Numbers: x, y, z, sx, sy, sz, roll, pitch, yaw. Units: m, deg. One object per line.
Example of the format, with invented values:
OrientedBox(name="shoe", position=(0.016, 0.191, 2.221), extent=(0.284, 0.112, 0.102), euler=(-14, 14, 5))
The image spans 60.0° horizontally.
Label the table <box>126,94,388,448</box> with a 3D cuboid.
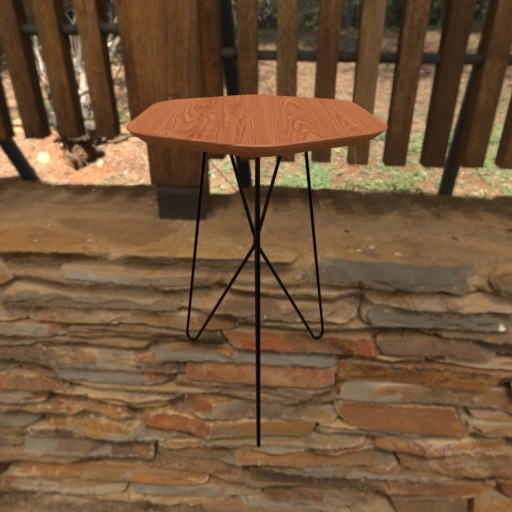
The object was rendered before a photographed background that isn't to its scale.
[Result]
OrientedBox(name="table", position=(0.000, 0.000, 0.901), extent=(0.400, 0.562, 0.500), euler=(-1, 27, -1))
